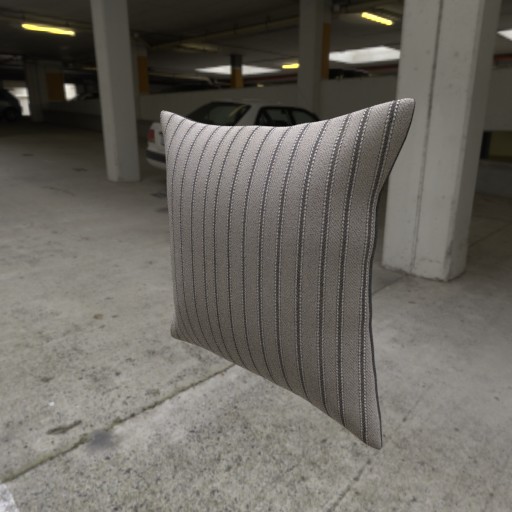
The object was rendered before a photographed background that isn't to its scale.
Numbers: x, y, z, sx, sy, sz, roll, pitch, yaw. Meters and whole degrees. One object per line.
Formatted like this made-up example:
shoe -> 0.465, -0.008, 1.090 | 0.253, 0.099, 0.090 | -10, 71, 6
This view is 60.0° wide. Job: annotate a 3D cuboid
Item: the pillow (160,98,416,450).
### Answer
pillow -> 0.000, 0.000, 0.684 | 0.468, 0.444, 0.138 | 15, 23, 41
